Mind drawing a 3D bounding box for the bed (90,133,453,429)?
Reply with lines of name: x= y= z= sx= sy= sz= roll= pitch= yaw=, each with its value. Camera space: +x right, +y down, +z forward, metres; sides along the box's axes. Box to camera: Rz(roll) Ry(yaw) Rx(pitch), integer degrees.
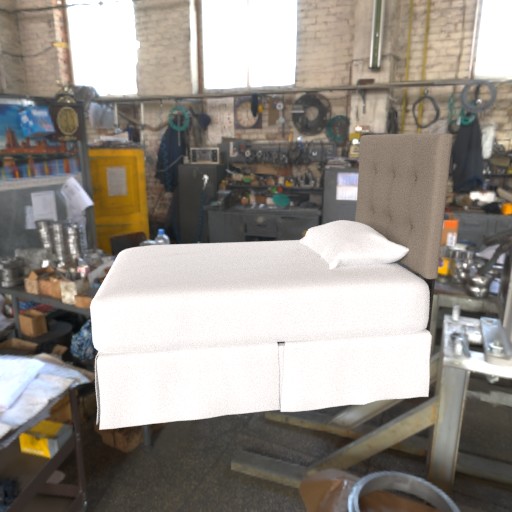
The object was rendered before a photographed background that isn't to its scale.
bed: x=0.000 y=0.000 z=2.953 sx=1.997 sy=1.571 sz=1.261 roll=-2 pitch=15 yaw=-9
